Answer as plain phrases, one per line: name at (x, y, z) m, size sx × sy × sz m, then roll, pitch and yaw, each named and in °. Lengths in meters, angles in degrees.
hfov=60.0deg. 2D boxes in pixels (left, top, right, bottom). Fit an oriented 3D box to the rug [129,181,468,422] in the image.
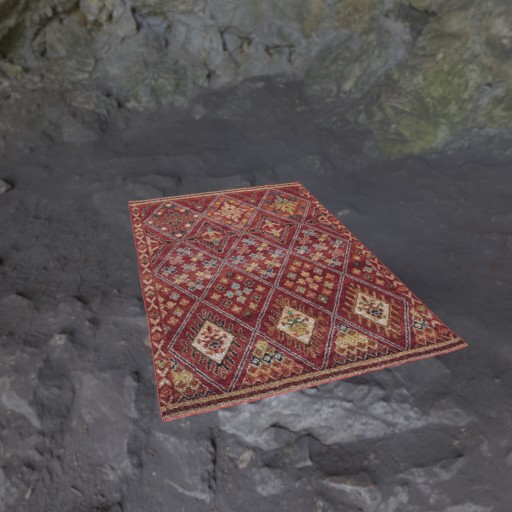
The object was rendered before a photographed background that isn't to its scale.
rug at (0.000, 0.000, 2.955) m, size 1.521 × 0.026 × 2.286 m, roll -9°, pitch 33°, yaw -15°
